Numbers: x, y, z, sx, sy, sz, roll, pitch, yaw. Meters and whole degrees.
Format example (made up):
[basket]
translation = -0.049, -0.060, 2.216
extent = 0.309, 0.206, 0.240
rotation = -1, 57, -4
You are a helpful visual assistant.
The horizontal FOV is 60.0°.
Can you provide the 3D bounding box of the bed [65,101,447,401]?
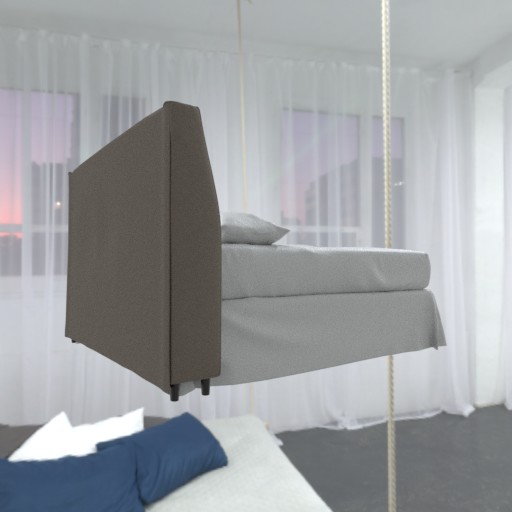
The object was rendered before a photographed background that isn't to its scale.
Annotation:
[bed]
translation = 0.000, 0.000, 3.314
extent = 2.276, 1.332, 1.925
rotation = 1, -2, -35
